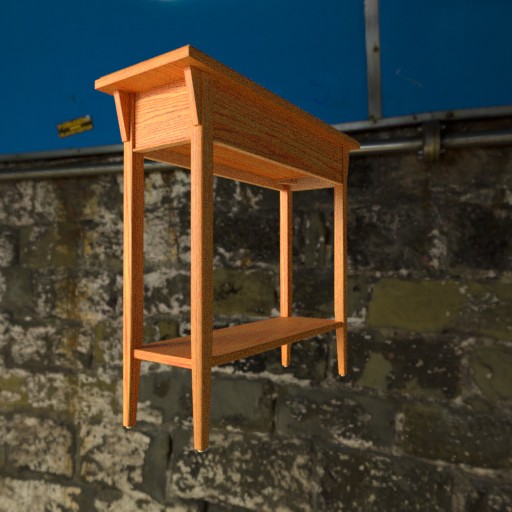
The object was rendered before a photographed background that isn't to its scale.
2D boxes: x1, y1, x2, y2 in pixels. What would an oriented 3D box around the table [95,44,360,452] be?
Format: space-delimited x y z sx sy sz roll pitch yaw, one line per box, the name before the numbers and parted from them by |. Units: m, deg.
table | 0.000 0.000 1.123 0.254 0.711 0.762 0 0 35
